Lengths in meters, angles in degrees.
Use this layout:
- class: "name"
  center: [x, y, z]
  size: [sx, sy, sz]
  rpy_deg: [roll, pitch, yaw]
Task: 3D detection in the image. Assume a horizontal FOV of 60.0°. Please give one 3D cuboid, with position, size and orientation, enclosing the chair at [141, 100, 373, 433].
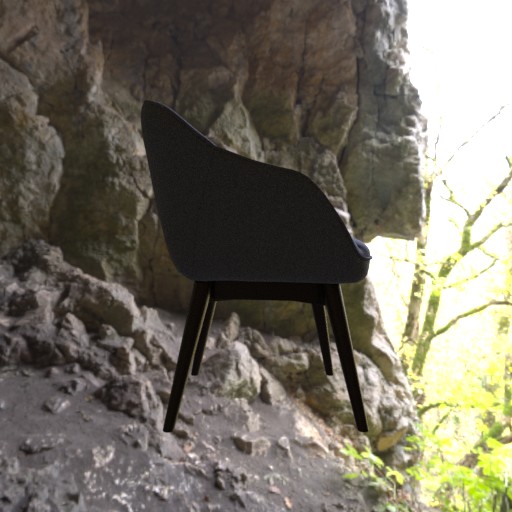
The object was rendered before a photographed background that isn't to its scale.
- class: "chair"
  center: [0.000, 0.000, 1.263]
  size: [0.611, 0.810, 0.589]
  rpy_deg: [0, 1, 0]
